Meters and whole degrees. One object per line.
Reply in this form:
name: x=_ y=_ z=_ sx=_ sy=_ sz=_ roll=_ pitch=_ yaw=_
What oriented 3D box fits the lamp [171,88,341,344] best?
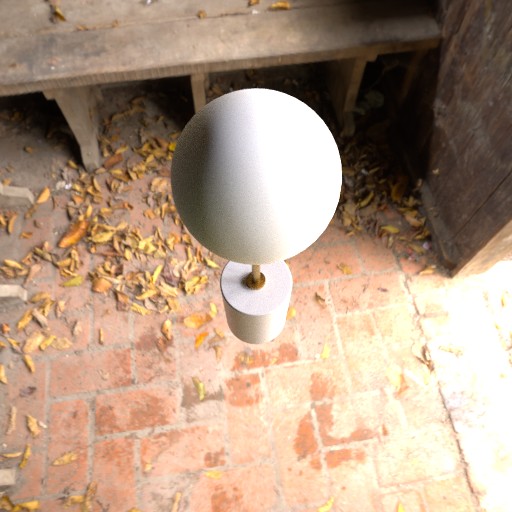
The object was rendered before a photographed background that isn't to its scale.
lamp: x=0.000 y=0.000 z=0.550 sx=0.153 sy=0.480 sz=0.153 roll=0 pitch=65 yaw=0
